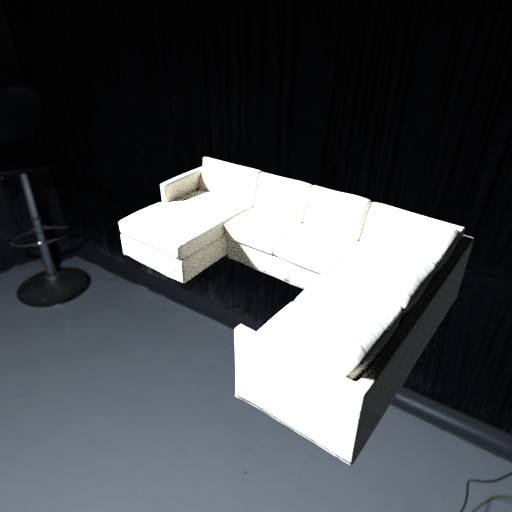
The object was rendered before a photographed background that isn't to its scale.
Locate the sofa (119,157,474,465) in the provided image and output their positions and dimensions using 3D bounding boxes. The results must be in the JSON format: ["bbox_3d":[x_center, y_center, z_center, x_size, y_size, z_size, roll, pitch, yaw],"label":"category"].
[{"bbox_3d":[0.000,0.000,4.453,3.464,0.882,2.448,21,38,31],"label":"sofa"}]
